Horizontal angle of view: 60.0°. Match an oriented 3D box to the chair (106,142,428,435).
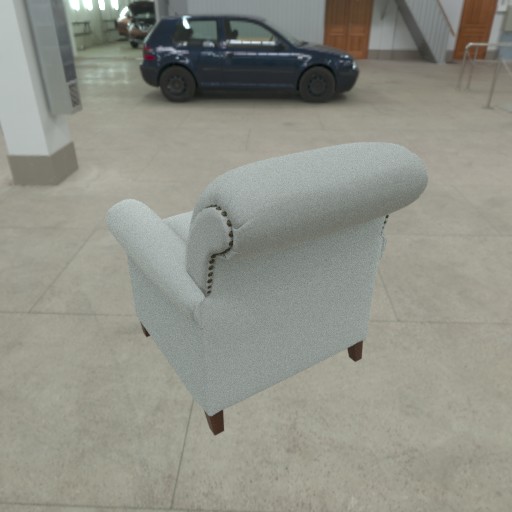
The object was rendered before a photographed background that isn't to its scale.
[{"bbox_3d":[0.000,0.000,1.635,0.854,0.927,0.890,-18,34,-28],"label":"chair"}]
